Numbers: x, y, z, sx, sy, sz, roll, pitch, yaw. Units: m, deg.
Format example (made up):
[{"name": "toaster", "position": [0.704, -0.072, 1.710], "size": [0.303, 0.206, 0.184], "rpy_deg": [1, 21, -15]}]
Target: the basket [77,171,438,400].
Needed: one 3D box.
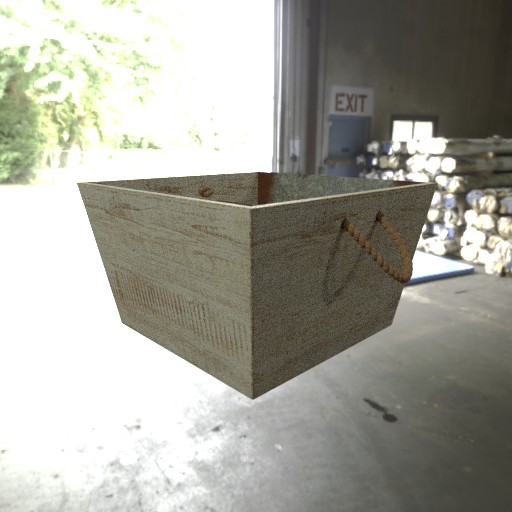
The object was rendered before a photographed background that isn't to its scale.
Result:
[{"name": "basket", "position": [0.000, 0.000, 0.746], "size": [0.413, 0.247, 0.545], "rpy_deg": [-14, 20, -42]}]
